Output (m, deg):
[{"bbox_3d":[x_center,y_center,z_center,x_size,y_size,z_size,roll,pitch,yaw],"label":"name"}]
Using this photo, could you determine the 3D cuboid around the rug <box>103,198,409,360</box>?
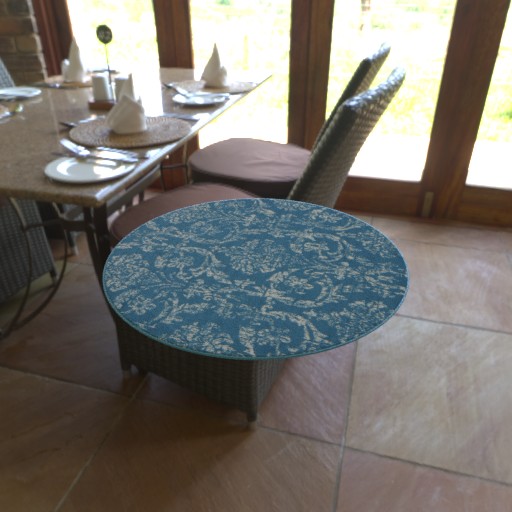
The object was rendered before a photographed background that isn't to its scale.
[{"bbox_3d":[0.000,0.000,2.401,1.593,0.012,1.593,0,30,0],"label":"rug"}]
